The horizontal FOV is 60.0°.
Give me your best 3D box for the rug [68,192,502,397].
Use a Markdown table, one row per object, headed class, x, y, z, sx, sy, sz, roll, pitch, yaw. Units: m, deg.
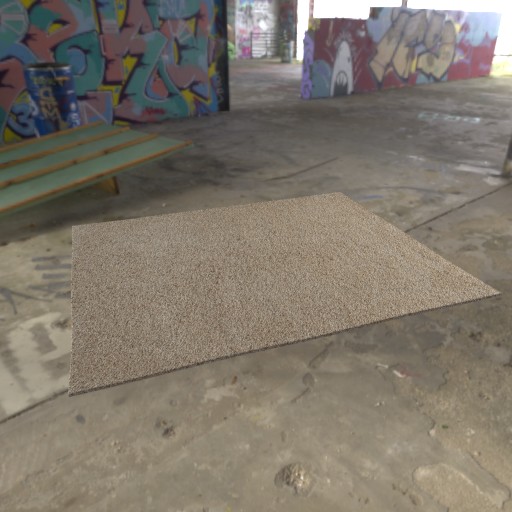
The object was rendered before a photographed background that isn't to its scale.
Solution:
| class | x | y | z | sx | sy | sz | roll | pitch | yaw |
| --- | --- | --- | --- | --- | --- | --- | --- | --- | --- |
| rug | 0.000 | 0.000 | 3.832 | 3.000 | 0.025 | 2.400 | -9 | 29 | -17 |
